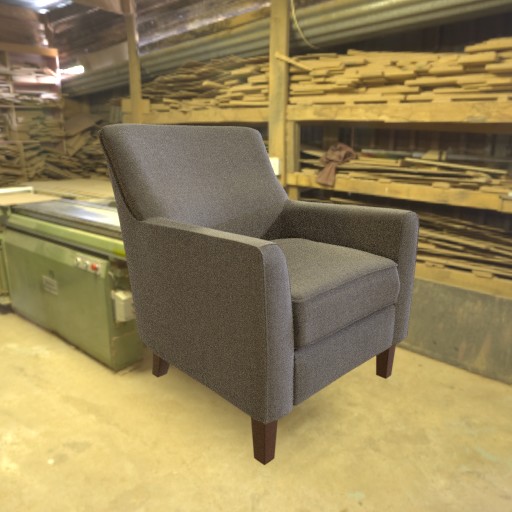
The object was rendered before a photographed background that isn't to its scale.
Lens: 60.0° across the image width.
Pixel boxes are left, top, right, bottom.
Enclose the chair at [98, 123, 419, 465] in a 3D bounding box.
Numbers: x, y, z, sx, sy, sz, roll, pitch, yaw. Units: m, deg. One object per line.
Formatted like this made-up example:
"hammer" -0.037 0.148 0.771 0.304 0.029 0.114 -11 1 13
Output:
"chair" 0.000 0.000 1.813 0.887 1.047 0.993 -14 20 -43
